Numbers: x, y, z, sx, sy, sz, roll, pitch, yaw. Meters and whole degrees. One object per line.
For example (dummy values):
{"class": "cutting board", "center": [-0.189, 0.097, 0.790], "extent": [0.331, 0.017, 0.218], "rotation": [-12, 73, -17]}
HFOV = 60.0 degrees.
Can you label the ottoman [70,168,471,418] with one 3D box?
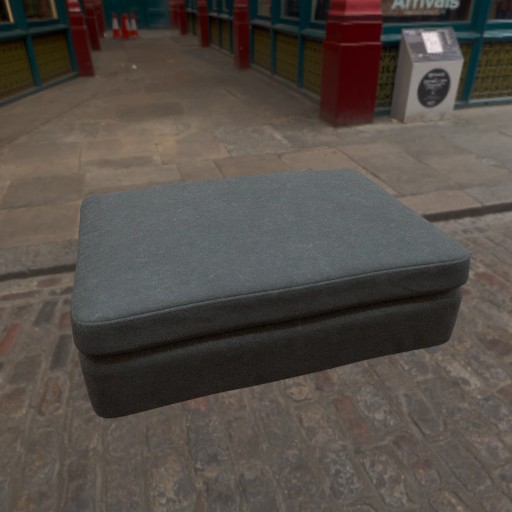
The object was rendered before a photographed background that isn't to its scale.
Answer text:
{"class": "ottoman", "center": [0.000, 0.000, 1.604], "extent": [1.199, 0.429, 0.840], "rotation": [-9, 32, -14]}
